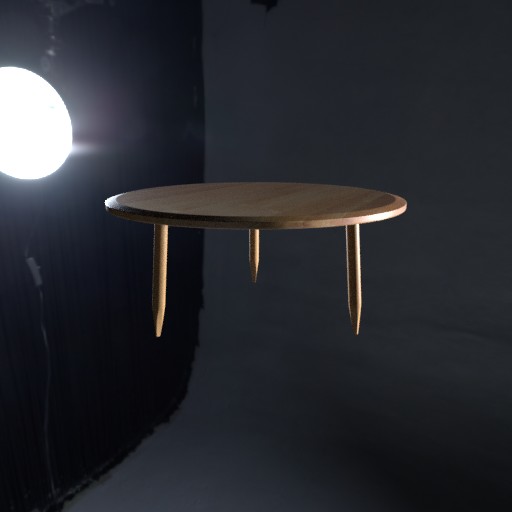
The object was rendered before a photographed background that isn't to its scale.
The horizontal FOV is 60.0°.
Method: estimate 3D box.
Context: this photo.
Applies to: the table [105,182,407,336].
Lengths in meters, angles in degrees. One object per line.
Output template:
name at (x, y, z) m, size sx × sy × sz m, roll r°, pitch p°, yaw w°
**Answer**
table at (0.000, 0.000, 1.443) m, size 0.900 × 0.400 × 0.900 m, roll 0°, pitch 15°, yaw 0°
